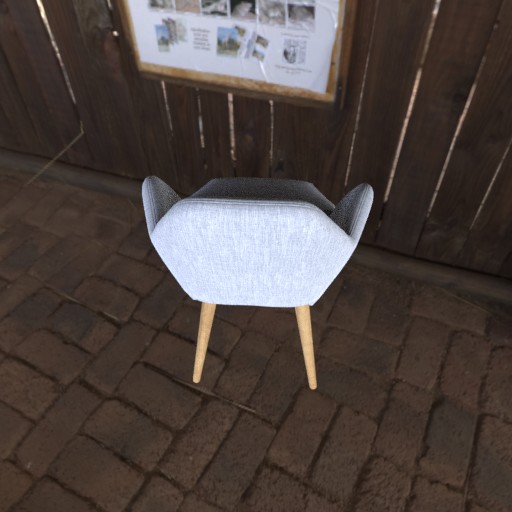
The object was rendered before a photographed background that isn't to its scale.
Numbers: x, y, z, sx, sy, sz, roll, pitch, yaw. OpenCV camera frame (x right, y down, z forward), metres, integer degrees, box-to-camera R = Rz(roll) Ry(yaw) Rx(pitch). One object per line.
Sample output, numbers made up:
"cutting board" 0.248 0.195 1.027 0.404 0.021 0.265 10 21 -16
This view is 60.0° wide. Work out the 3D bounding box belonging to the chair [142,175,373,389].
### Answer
"chair" 0.000 0.000 1.255 0.590 0.840 0.610 2 46 2
